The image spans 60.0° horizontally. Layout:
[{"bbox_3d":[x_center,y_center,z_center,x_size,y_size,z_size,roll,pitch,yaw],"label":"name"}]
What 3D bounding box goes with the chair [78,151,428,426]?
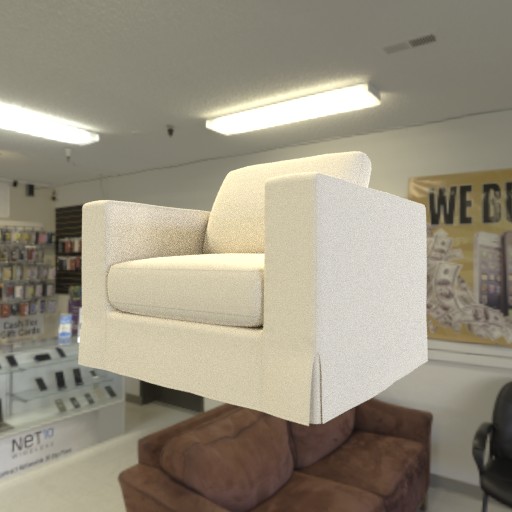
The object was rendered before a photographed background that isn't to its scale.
[{"bbox_3d":[0.000,0.000,1.844,1.150,0.878,0.957,0,0,38],"label":"chair"}]
